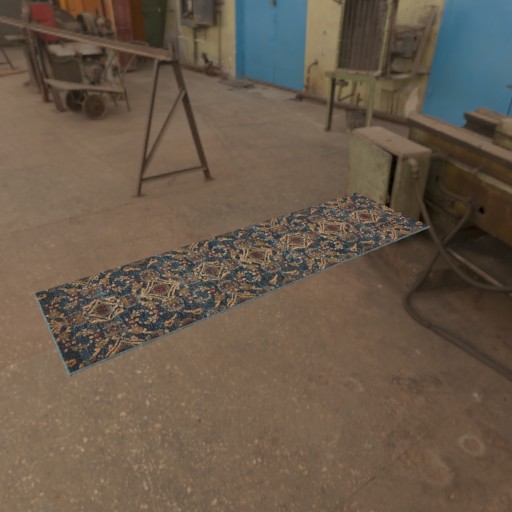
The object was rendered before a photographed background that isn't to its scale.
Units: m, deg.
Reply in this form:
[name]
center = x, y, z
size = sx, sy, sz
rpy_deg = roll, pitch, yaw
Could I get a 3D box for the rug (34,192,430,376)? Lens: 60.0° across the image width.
[rug]
center = 0.000, 0.000, 2.580
size = 2.292, 0.014, 0.685
rpy_deg = -20, 37, -29
